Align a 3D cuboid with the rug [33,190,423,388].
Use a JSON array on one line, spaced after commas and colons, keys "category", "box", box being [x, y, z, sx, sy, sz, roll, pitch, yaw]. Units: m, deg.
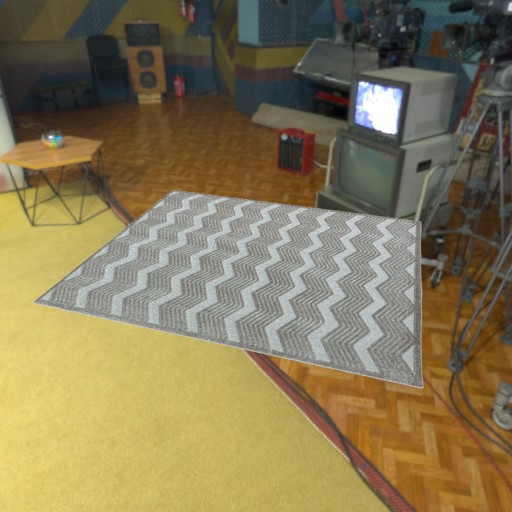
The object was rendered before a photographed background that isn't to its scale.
[{"category": "rug", "box": [0.000, 0.000, 4.038, 2.880, 0.005, 2.391, 9, 32, 15]}]
